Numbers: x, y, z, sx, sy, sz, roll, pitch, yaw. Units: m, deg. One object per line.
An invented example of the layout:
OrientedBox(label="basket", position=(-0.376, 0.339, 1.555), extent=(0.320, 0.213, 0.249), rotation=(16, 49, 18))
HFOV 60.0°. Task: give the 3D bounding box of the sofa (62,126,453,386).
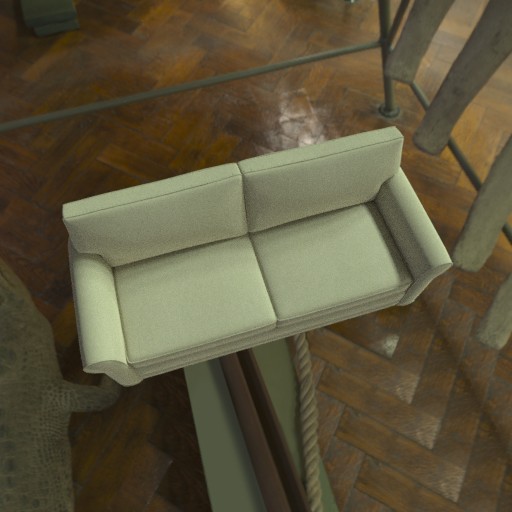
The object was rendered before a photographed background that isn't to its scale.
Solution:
OrientedBox(label="sofa", position=(0.000, 0.000, 2.723), extent=(2.146, 0.962, 0.901), rotation=(-15, 64, -7))
